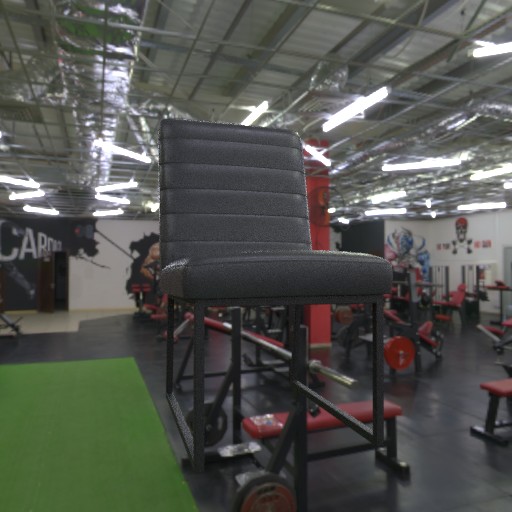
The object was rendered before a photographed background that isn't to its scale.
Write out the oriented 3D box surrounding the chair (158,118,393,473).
[{"bbox_3d":[0.000,0.000,1.297,0.520,0.930,0.634,0,-1,-18],"label":"chair"}]
